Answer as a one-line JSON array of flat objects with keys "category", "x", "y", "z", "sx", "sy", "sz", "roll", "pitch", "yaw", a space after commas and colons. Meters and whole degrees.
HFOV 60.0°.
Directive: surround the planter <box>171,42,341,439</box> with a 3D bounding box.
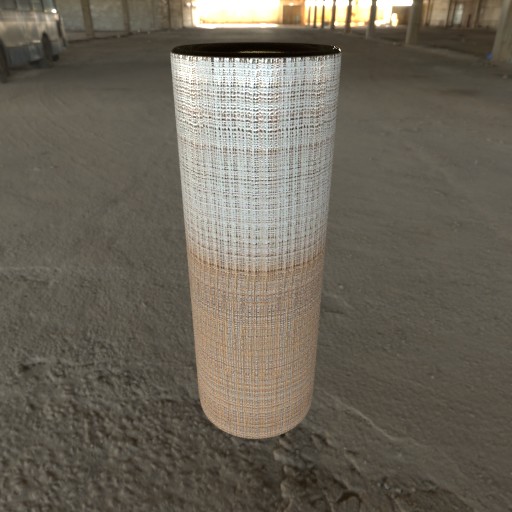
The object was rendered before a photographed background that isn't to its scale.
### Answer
[{"category": "planter", "x": 0.000, "y": 0.000, "z": 0.325, "sx": 0.099, "sy": 0.278, "sz": 0.099, "roll": 0, "pitch": 29, "yaw": 0}]
